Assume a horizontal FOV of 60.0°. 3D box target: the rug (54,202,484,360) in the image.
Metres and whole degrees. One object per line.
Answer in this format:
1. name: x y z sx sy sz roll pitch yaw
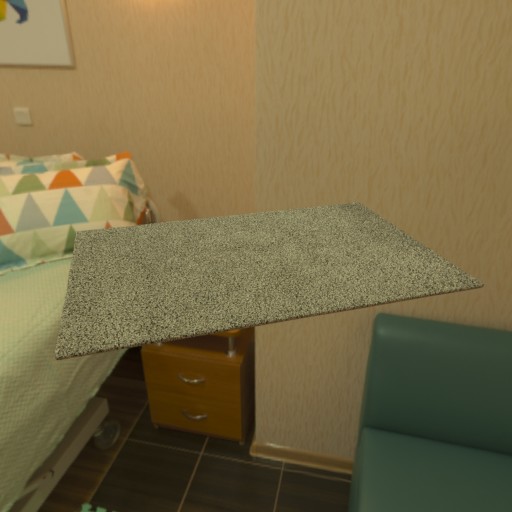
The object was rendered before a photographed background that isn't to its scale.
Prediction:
1. rug: 0.000 0.000 3.447 2.743 0.030 1.778 -7 27 -15
